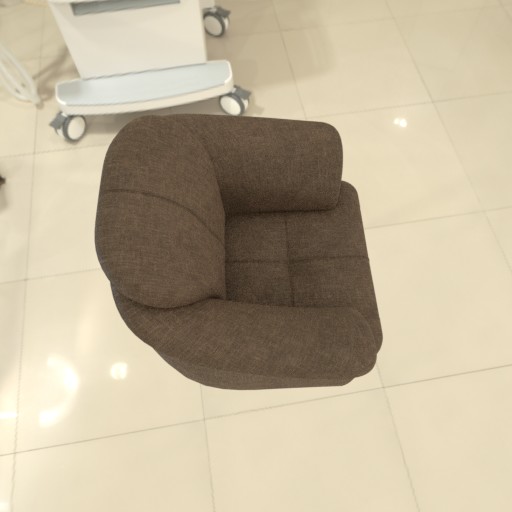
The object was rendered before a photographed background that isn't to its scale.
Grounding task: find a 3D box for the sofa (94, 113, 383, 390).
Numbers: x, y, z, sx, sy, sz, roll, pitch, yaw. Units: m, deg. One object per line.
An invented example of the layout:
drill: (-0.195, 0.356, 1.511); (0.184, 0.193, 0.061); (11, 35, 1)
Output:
sofa: (0.000, 0.000, 1.466); (0.794, 0.811, 0.870); (-2, 64, -1)
